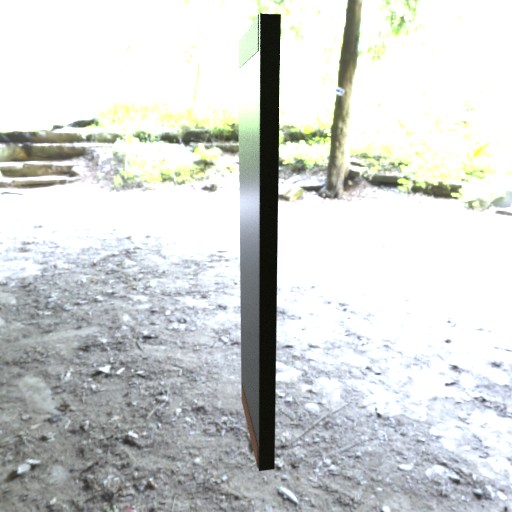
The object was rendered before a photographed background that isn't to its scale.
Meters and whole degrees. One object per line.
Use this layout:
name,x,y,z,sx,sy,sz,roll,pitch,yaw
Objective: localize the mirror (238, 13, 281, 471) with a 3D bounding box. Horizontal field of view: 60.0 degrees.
mirror,0.000,0.000,1.216,0.047,1.123,0.343,-3,17,-9
